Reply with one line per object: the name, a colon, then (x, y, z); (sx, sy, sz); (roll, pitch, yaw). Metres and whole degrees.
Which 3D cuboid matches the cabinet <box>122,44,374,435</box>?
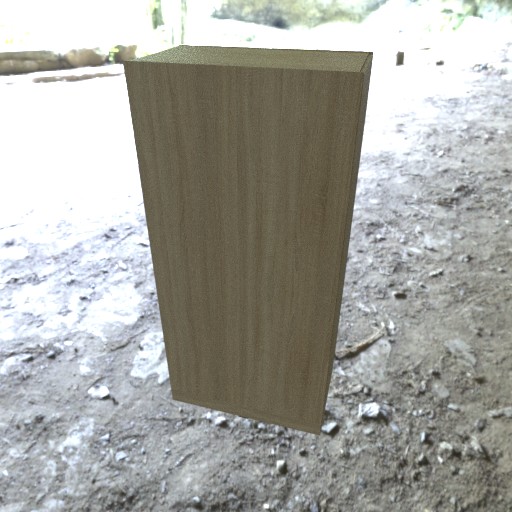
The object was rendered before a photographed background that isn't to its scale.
cabinet: (0.000, 0.000, 2.548); (1.001, 2.121, 0.590); (9, 33, 14)
